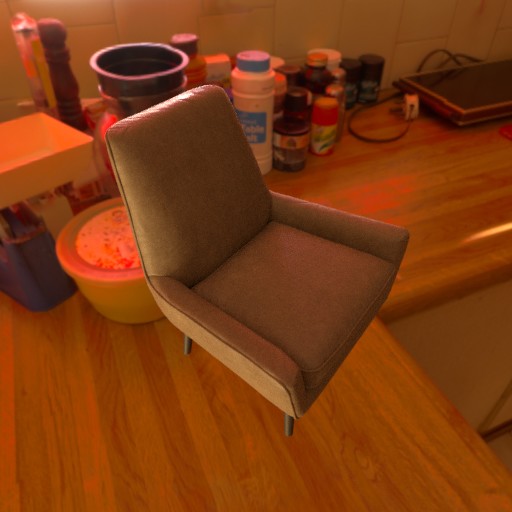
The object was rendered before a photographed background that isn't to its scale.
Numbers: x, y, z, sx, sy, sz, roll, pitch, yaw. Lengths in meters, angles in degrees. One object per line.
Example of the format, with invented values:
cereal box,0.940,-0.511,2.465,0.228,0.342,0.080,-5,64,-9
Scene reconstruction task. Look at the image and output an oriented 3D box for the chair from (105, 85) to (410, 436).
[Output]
chair,0.000,0.000,1.517,0.824,0.888,0.787,26,47,27
